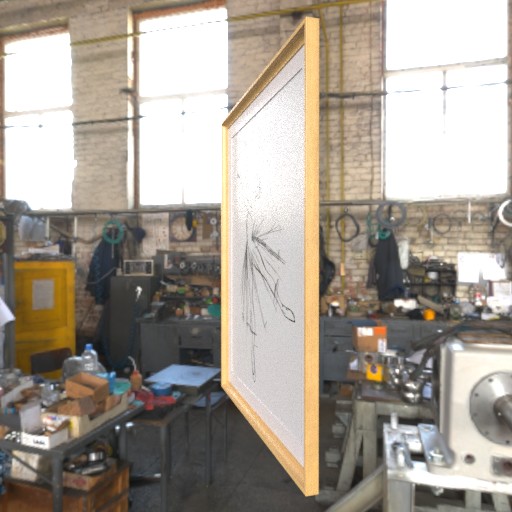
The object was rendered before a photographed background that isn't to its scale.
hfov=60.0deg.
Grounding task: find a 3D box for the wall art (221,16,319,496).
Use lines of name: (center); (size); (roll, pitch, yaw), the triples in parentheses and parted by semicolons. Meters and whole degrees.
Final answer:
wall art: (0.000, 0.000, 1.310); (0.030, 1.002, 0.798); (0, 1, -17)
